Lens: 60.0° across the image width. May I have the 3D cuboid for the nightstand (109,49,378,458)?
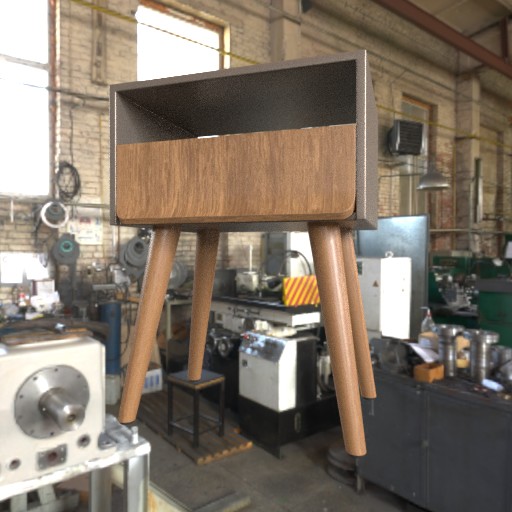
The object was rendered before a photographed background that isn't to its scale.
[{"bbox_3d":[0.000,0.000,0.726,0.370,0.508,0.288,0,1,18],"label":"nightstand"}]
